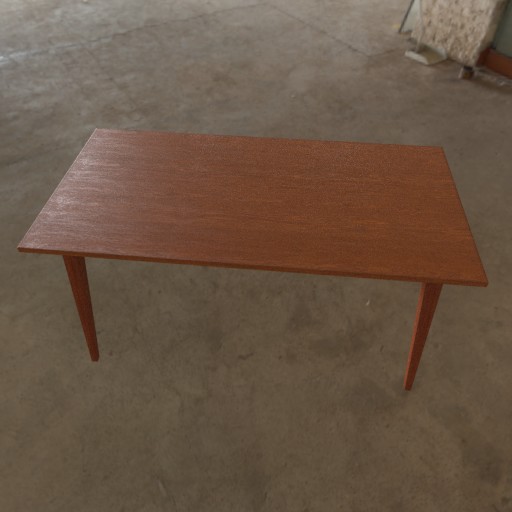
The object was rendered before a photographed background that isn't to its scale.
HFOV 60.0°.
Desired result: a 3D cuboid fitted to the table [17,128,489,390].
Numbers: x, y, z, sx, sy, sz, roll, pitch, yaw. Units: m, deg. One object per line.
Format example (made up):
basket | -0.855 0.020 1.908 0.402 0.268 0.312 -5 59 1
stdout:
table | 0.000 0.000 2.050 1.609 0.755 0.811 4 47 4
